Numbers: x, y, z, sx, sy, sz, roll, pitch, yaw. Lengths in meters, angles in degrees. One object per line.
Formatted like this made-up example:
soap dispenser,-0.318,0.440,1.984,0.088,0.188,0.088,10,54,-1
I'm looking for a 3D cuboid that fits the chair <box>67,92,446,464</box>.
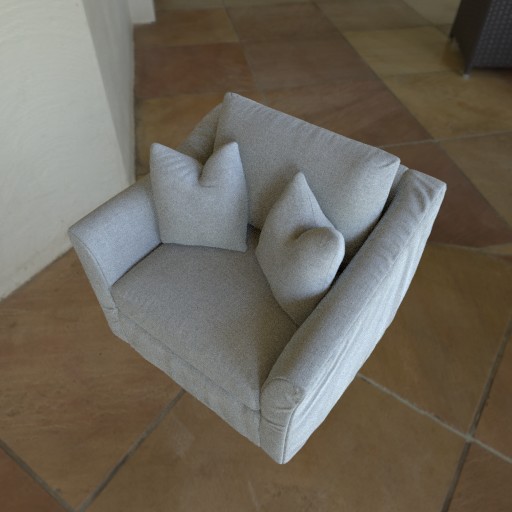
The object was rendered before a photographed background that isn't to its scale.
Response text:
chair,0.000,0.000,2.014,1.194,1.059,1.071,29,53,25
